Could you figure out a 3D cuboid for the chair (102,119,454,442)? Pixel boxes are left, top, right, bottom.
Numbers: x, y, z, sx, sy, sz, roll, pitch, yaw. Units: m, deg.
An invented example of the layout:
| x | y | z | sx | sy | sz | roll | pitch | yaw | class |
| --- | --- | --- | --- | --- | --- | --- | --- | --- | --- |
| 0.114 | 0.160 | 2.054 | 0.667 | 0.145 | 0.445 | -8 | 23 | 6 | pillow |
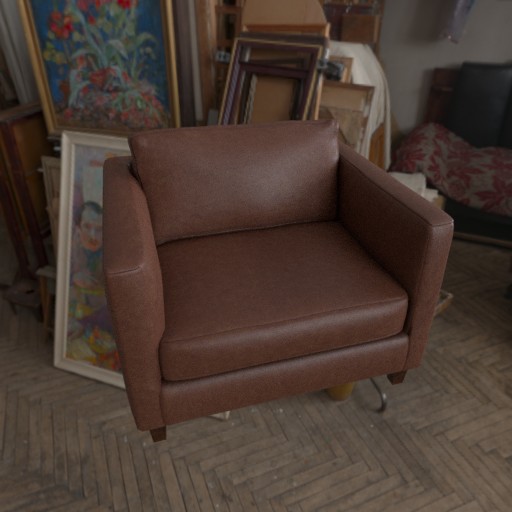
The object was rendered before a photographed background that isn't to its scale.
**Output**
| x | y | z | sx | sy | sz | roll | pitch | yaw | class |
| --- | --- | --- | --- | --- | --- | --- | --- | --- | --- |
| 0.000 | 0.000 | 1.782 | 1.107 | 0.917 | 0.959 | -9 | 33 | -14 | chair |
